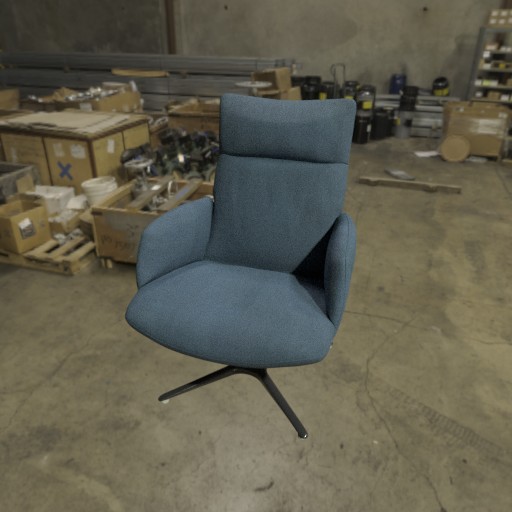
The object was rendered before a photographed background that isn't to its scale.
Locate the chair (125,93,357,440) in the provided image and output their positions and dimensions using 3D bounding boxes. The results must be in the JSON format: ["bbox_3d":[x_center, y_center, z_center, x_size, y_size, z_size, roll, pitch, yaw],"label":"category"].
[{"bbox_3d":[0.000,0.000,1.613,0.711,1.016,0.889,8,28,16],"label":"chair"}]
